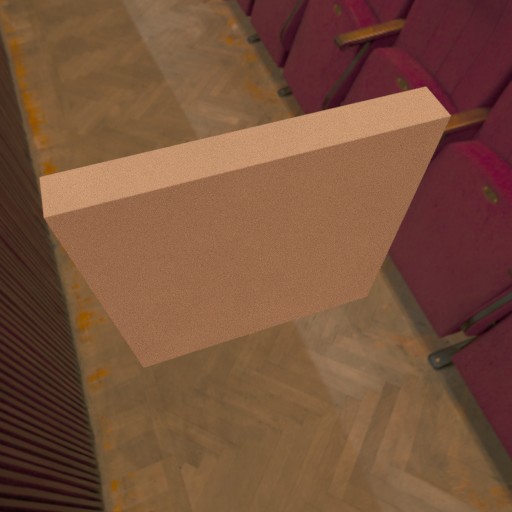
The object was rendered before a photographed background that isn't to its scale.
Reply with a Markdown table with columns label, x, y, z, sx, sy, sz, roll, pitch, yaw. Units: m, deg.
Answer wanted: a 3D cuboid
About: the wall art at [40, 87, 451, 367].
| label | x | y | z | sx | sy | sz | roll | pitch | yaw |
| --- | --- | --- | --- | --- | --- | --- | --- | --- | --- |
| wall art | 0.000 | 0.000 | 0.453 | 0.305 | 0.305 | 0.038 | -16 | 59 | -10 |
